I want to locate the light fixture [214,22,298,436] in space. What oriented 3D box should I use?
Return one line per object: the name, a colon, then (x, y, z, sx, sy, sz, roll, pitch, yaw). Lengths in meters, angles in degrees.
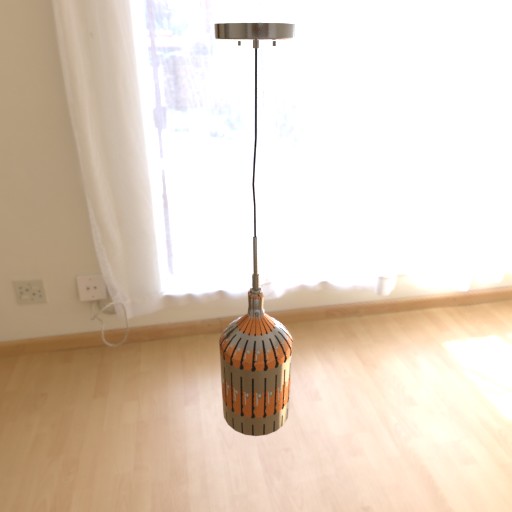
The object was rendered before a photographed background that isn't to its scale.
light fixture: (0.000, 0.000, 1.655, 0.303, 1.535, 0.303, 0, 26, 0)
